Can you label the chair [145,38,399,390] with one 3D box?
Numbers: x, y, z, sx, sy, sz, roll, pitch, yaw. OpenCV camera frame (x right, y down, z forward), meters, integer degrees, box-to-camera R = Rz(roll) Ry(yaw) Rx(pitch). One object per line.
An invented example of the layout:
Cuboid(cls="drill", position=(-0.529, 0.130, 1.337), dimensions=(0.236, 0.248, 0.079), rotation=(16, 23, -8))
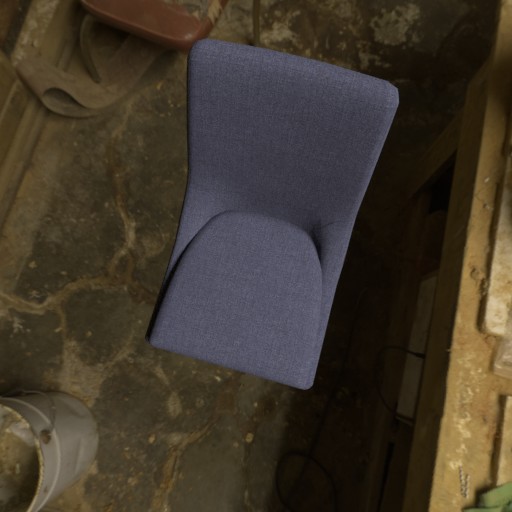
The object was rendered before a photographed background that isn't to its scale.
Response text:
Cuboid(cls="chair", position=(0.000, 0.000, 1.298), dimensions=(0.508, 0.952, 0.655), rotation=(15, 76, 4))
